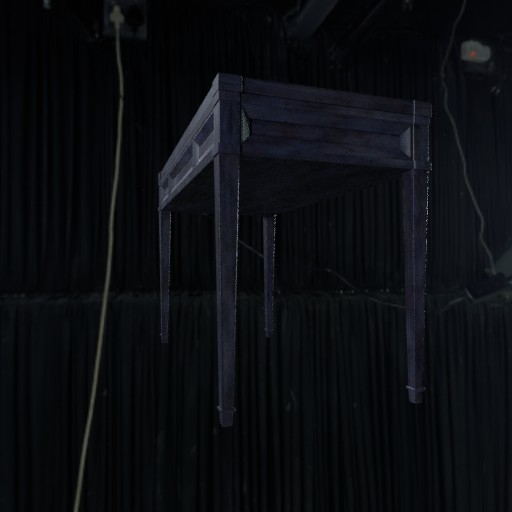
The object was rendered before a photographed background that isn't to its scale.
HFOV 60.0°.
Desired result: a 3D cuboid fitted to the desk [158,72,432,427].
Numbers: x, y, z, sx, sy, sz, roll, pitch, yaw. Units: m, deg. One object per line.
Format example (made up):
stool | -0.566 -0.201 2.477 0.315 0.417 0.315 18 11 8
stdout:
desk | 0.000 0.000 1.774 0.630 0.861 1.289 0 -1 -19
